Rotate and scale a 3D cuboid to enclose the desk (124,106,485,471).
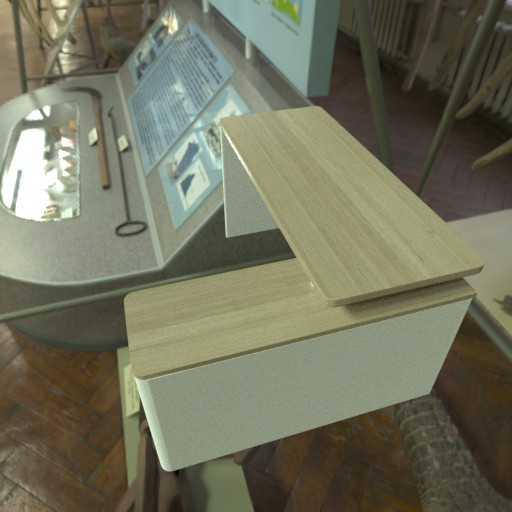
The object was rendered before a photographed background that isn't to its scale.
[{"bbox_3d":[0.000,0.000,2.076,1.175,0.770,1.400,-11,42,-13],"label":"desk"}]
